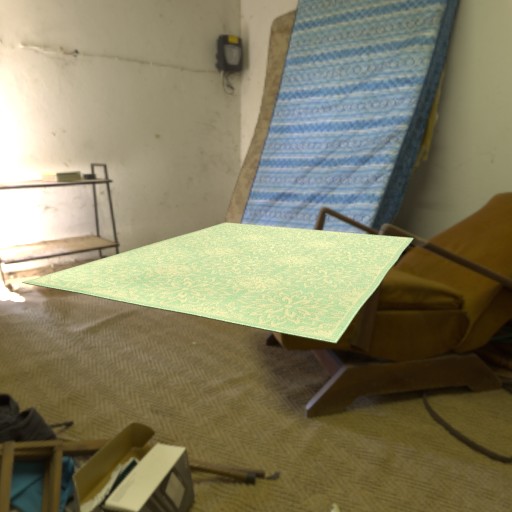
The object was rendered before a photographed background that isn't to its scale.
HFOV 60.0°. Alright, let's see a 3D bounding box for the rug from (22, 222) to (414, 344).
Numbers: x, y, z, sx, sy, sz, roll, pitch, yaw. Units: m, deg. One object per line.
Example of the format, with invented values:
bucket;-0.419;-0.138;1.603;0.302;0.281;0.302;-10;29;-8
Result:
rug;0.000;0.000;4.035;2.363;0.012;2.980;7;15;25
